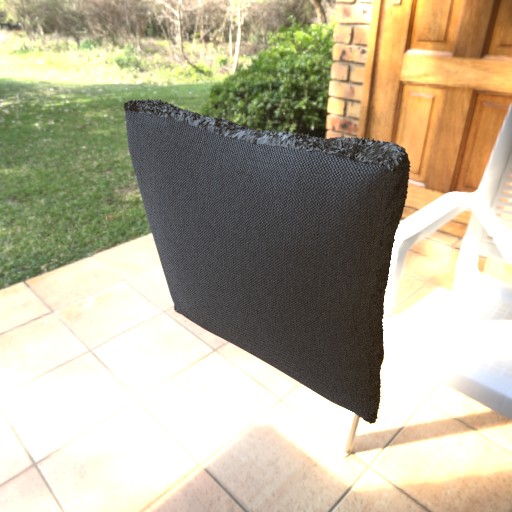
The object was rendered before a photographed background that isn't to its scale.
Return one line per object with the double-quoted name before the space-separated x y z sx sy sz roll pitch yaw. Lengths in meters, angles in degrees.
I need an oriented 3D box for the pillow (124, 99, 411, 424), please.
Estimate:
"pillow" 0.000 0.000 0.794 0.529 0.515 0.218 22 37 33
